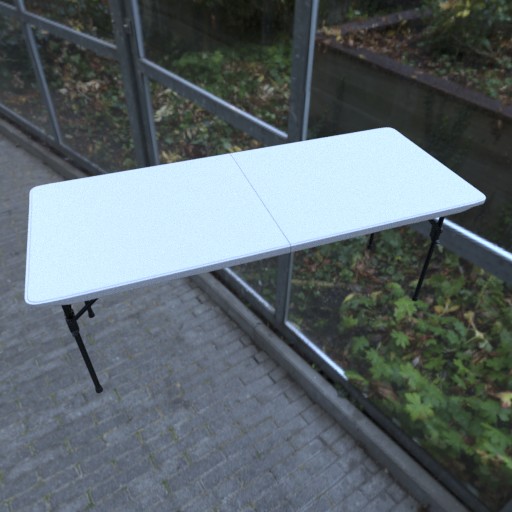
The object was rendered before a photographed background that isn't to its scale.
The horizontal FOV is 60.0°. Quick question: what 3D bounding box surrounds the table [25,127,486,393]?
[{"bbox_3d":[0.000,0.000,2.133,1.829,0.719,0.761,-13,42,-15],"label":"table"}]
